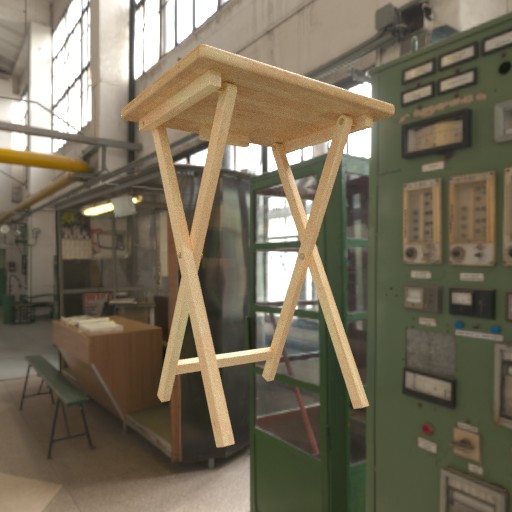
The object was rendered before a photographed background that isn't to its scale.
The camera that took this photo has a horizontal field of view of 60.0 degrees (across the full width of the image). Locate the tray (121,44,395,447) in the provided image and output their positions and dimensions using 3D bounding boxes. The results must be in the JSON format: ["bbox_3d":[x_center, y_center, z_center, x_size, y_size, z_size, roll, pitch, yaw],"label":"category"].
[{"bbox_3d":[0.000,0.000,0.981,0.483,0.660,0.381,0,-1,-35],"label":"tray"}]
